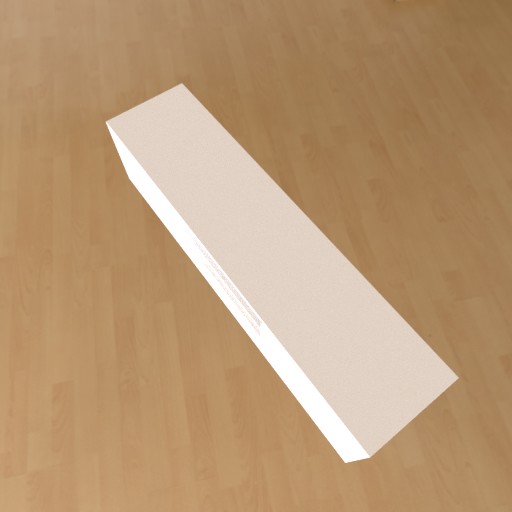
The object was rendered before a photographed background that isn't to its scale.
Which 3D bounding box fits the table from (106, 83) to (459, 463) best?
[{"bbox_3d":[0.000,0.000,1.853,0.390,0.420,1.650,-34,68,-16],"label":"table"}]
